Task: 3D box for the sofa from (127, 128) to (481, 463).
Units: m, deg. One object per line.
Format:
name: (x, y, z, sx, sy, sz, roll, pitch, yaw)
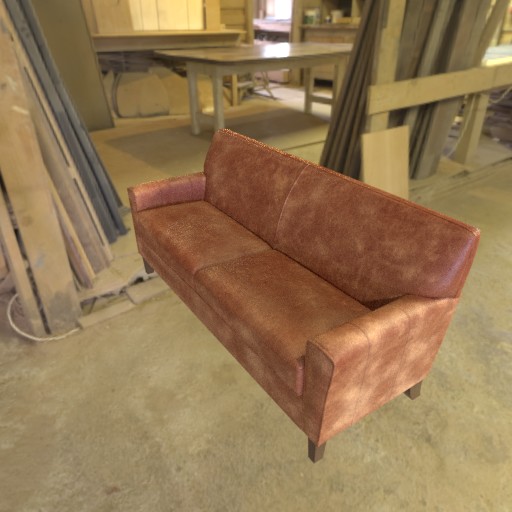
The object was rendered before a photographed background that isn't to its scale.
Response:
sofa: (0.000, 0.000, 2.523, 0.805, 0.947, 2.053, -18, 34, -29)
